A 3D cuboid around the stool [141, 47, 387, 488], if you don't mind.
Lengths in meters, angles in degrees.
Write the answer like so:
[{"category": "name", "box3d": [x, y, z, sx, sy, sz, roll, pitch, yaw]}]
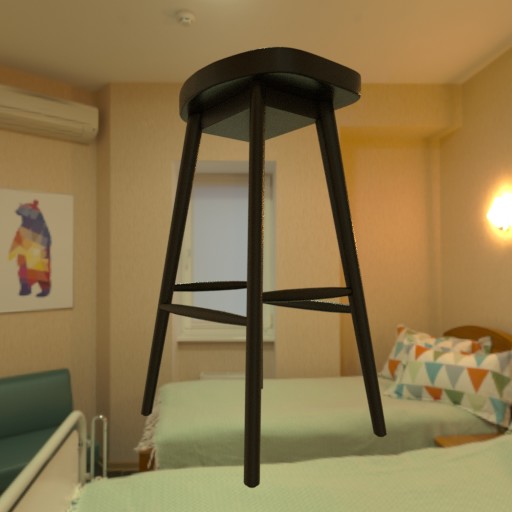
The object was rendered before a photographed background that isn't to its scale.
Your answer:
[{"category": "stool", "box3d": [0.000, 0.000, 0.988, 0.361, 0.749, 0.440, 0, -1, -38]}]
